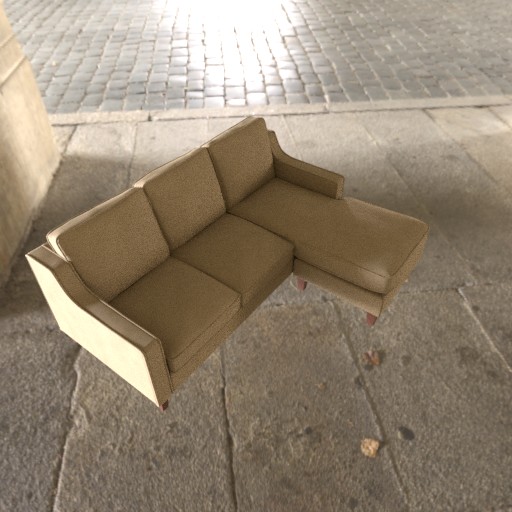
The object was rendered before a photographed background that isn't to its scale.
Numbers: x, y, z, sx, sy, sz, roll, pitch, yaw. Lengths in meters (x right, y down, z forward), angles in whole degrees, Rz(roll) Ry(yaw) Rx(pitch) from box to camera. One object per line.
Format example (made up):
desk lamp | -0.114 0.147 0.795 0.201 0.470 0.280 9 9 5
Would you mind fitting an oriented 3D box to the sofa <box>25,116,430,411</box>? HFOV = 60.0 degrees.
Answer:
sofa | 0.000 0.000 3.246 1.858 1.066 2.317 26 48 27
